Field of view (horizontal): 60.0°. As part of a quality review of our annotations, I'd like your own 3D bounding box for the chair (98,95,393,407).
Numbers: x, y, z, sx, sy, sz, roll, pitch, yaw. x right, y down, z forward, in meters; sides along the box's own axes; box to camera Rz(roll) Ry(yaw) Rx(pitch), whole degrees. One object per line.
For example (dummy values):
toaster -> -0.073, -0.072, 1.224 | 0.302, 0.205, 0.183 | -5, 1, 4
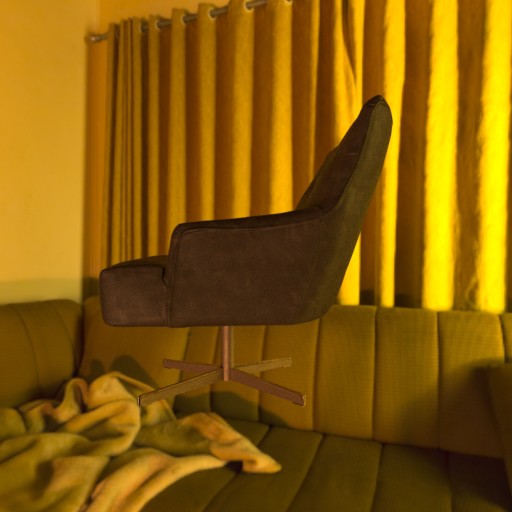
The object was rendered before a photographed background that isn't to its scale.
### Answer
chair -> 0.000, 0.000, 1.516 | 0.874, 0.870, 0.738 | 0, 0, 0
